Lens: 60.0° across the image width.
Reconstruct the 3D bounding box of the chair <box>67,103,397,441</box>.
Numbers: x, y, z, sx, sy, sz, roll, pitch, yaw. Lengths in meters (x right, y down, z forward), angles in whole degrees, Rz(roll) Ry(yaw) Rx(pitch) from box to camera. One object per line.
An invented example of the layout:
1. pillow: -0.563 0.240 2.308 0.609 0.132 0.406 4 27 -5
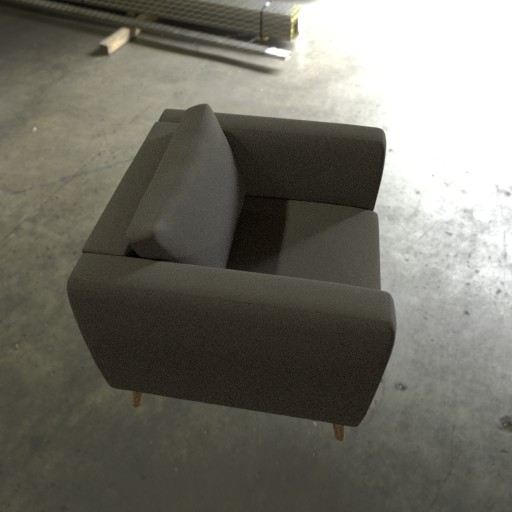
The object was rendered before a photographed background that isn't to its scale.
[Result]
1. chair: 0.000 0.000 1.685 0.930 0.860 1.000 7 49 6
